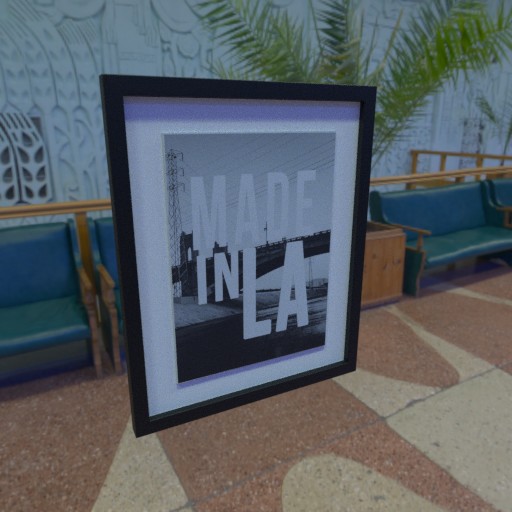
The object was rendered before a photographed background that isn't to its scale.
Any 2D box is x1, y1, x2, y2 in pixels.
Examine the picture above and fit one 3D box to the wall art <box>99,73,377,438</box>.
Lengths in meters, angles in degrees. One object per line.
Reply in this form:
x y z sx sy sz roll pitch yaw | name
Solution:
0.000 0.000 0.759 0.457 0.559 0.028 -8 19 -26 | wall art
